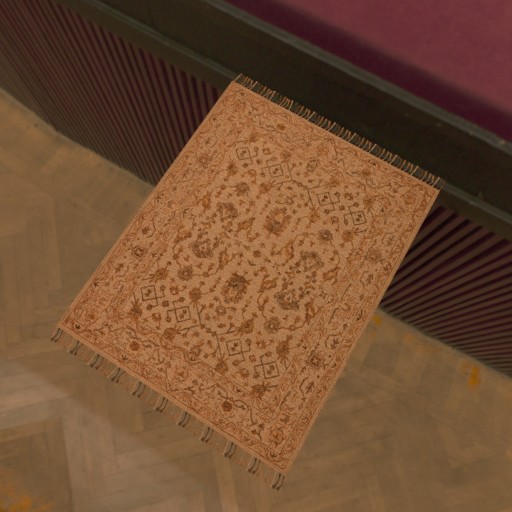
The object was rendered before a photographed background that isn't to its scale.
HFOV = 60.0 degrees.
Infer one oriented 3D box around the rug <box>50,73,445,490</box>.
[{"bbox_3d":[0.000,0.000,2.212,1.278,0.009,1.726,30,77,8],"label":"rug"}]
